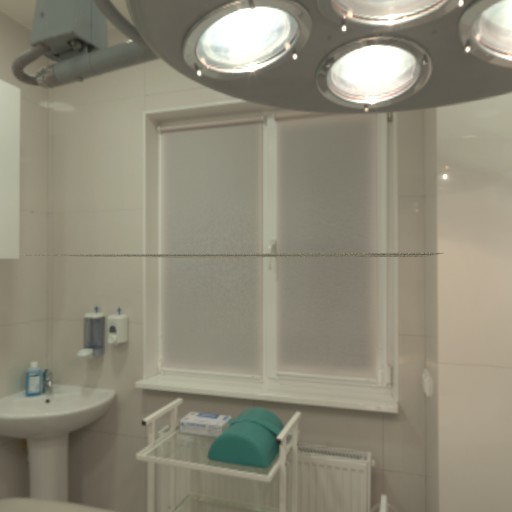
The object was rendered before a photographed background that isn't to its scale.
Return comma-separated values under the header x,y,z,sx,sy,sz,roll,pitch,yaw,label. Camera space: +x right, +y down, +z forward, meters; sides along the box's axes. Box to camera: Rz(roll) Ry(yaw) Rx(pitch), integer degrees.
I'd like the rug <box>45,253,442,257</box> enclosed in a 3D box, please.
x,y,z,sx,sy,sz,roll,pitch,yaw,label
0.000,0.000,4.109,3.037,0.004,2.453,0,-1,18,rug
